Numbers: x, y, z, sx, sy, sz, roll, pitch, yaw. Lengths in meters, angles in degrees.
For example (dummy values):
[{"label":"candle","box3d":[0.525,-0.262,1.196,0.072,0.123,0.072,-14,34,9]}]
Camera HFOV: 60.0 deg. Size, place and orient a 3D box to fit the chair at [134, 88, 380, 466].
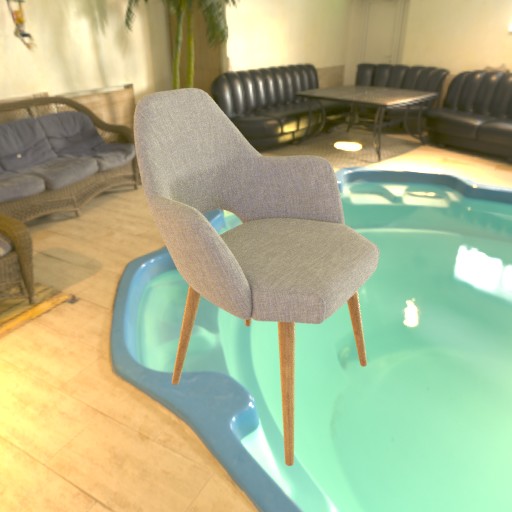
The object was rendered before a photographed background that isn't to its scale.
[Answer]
[{"label":"chair","box3d":[0.000,0.000,1.245,0.610,0.840,0.590,18,32,31]}]
